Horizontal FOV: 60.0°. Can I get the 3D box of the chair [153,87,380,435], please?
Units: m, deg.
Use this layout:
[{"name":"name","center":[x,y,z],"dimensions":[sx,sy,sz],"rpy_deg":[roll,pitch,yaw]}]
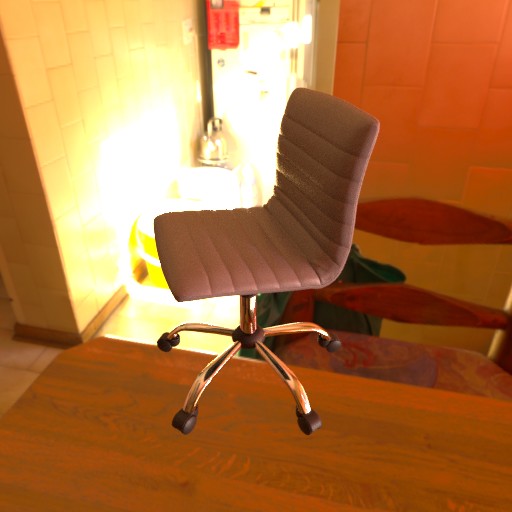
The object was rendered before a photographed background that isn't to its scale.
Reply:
[{"name":"chair","center":[0.000,0.000,1.125],"dimensions":[0.542,0.750,0.569],"rpy_deg":[-9,31,-15]}]
